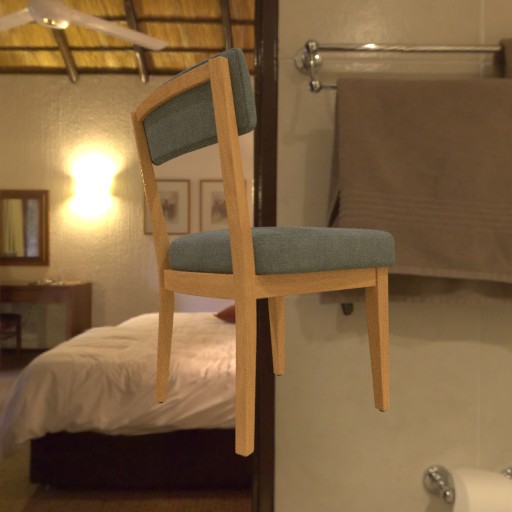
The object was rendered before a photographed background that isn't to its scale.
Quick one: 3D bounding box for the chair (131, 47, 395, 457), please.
[{"bbox_3d":[0.000,0.000,1.196,0.572,0.832,0.508,0,1,-37],"label":"chair"}]
